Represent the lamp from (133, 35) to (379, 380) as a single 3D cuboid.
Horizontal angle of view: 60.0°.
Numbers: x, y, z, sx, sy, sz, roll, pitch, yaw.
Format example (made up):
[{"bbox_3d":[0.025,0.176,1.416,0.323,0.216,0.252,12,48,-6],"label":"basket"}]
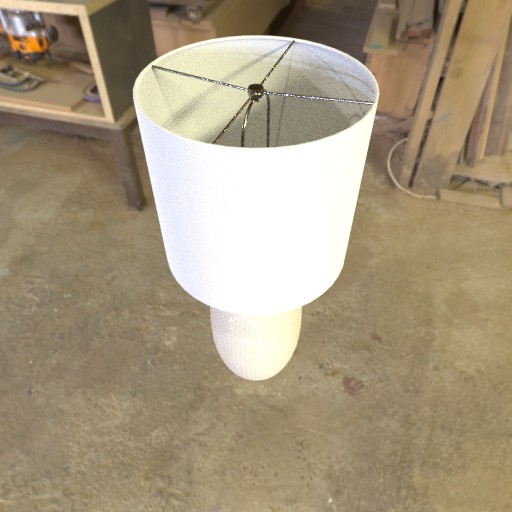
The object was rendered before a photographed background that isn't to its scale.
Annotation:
[{"bbox_3d":[0.000,0.000,0.560,0.217,0.453,0.217,15,48,14],"label":"lamp"}]
